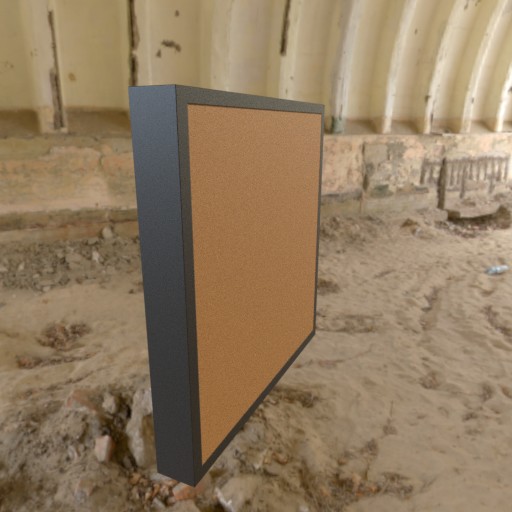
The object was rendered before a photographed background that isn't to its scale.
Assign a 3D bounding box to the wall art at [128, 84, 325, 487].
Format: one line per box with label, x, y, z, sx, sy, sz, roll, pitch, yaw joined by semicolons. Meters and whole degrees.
wall art;0.000;0.000;0.452;0.038;0.304;0.304;8;18;25
